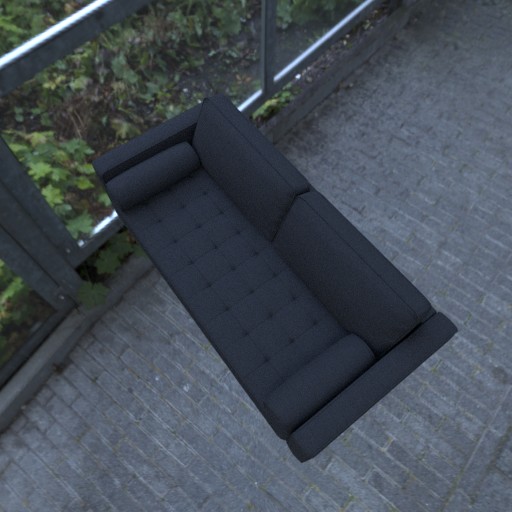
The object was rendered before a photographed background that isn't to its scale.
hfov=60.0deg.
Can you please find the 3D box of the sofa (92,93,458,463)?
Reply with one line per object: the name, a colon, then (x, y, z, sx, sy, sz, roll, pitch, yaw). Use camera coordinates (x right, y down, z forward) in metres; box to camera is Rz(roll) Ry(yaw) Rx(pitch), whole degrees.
sofa: (0.000, 0.000, 2.380, 0.914, 0.759, 1.875, -34, 68, -16)
